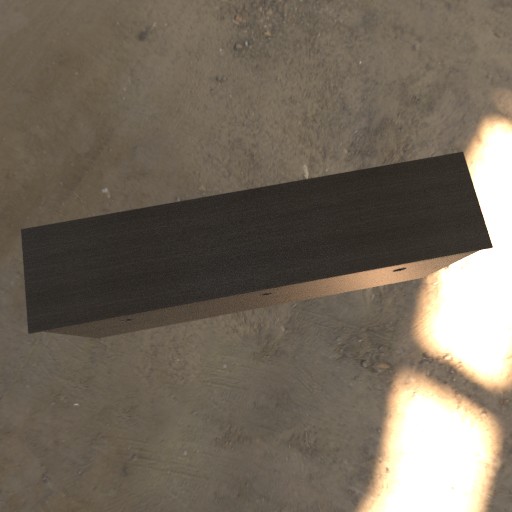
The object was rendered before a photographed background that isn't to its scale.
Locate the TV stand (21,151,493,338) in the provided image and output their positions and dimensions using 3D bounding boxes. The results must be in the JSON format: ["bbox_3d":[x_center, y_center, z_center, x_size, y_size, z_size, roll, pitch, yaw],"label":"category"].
[{"bbox_3d":[0.000,0.000,2.006,1.778,0.610,0.406,-10,77,-2],"label":"TV stand"}]
